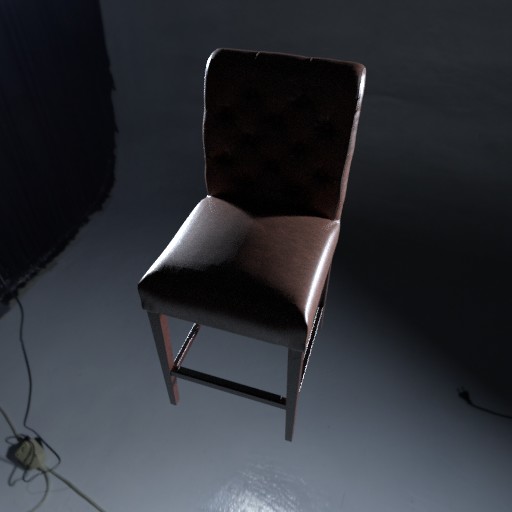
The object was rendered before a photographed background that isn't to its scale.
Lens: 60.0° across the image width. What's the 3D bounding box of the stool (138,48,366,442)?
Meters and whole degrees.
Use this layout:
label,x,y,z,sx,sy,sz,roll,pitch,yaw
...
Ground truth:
label,x,y,z,sx,sy,sz,roll,pitch,yaw
stool,0.000,0.000,1.449,0.486,1.084,0.660,12,44,13
